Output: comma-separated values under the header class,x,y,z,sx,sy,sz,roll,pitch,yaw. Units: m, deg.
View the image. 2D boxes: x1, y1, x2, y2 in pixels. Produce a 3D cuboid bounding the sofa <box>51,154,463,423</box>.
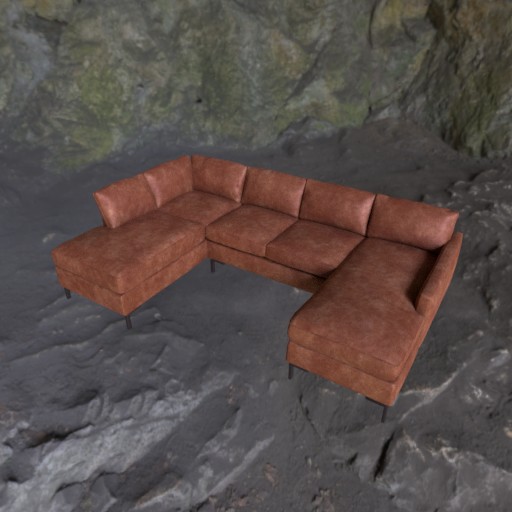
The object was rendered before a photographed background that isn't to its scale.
class,x,y,z,sx,sy,sz,roll,pitch,yaw
sofa,0.000,0.000,3.815,2.956,0.900,1.939,18,35,27
